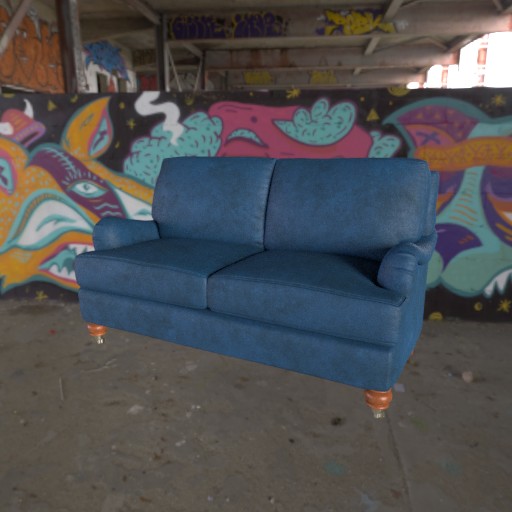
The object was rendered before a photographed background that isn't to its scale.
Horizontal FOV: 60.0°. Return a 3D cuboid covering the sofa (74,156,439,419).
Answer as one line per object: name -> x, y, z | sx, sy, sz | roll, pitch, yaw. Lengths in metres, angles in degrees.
sofa -> 0.000, 0.000, 2.537 | 1.853, 1.101, 1.084 | 7, 15, 27
